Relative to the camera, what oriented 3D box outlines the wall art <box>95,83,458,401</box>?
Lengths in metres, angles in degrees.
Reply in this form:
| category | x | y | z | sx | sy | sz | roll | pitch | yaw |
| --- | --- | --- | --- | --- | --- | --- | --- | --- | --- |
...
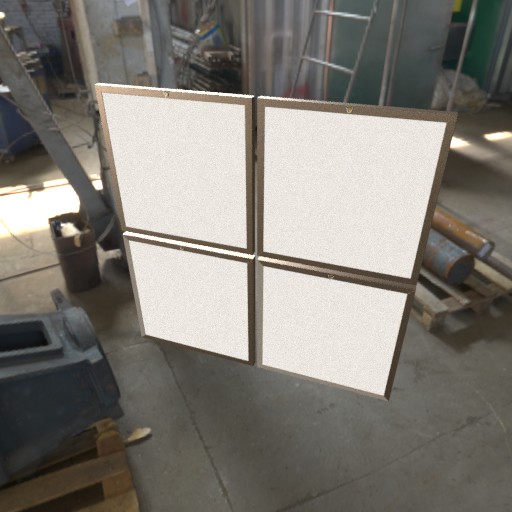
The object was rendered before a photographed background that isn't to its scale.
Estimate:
| category | x | y | z | sx | sy | sz | roll | pitch | yaw |
| --- | --- | --- | --- | --- | --- | --- | --- | --- | --- |
| wall art | 0.000 | 0.000 | 1.489 | 1.032 | 1.032 | 0.030 | 11 | 34 | 16 |
